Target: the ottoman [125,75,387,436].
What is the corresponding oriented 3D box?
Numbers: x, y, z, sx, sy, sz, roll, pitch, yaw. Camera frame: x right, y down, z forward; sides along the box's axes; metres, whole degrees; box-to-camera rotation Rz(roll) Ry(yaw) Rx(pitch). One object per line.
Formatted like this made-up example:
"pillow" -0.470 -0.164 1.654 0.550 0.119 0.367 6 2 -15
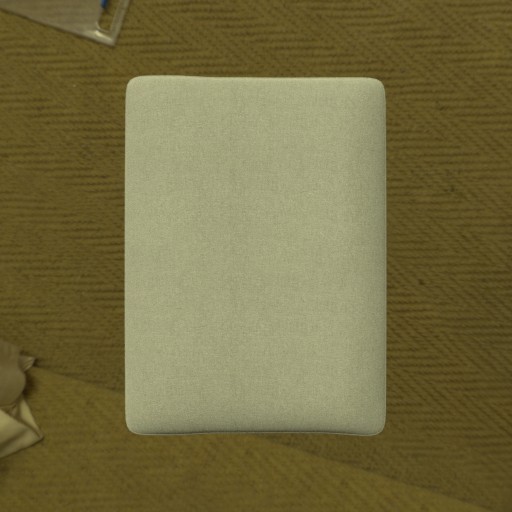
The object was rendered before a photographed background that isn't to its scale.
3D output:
"ottoman" 0.000 0.000 1.057 0.549 0.428 0.749 0 90 1
